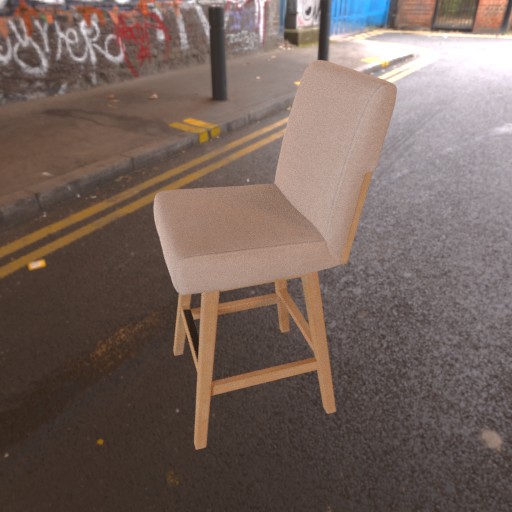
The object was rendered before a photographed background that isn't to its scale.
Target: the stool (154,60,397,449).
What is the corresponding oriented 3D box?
[{"bbox_3d":[0.000,0.000,1.311,0.543,1.015,0.446,-9,33,-15],"label":"stool"}]
